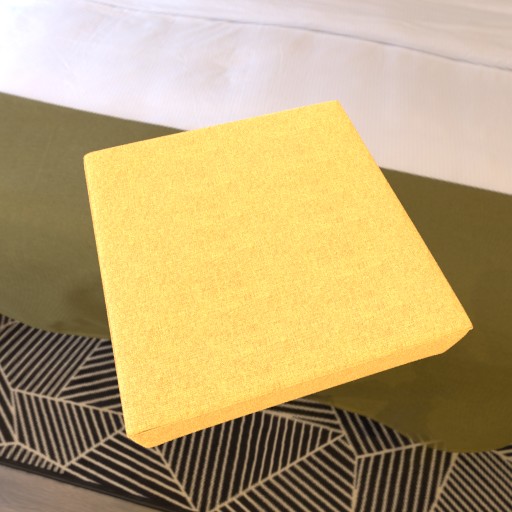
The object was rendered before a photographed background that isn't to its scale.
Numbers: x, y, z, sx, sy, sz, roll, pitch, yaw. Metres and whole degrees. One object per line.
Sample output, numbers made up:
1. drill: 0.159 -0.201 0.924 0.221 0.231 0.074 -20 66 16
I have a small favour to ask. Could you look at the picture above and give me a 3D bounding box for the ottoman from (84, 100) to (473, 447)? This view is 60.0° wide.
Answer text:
1. ottoman: 0.000 0.000 1.510 0.970 0.378 0.981 -15 60 -9
